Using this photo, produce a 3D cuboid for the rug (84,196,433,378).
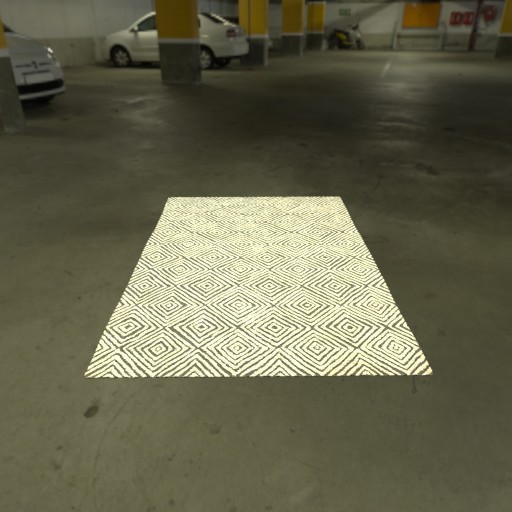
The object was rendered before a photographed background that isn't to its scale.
[{"bbox_3d":[0.000,0.000,2.256,1.177,0.004,1.750,0,27,-1],"label":"rug"}]
